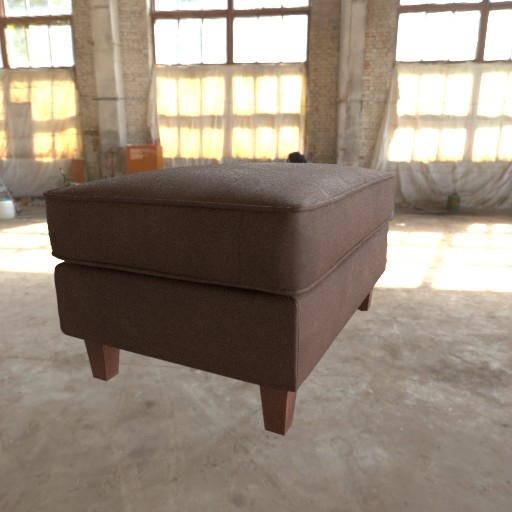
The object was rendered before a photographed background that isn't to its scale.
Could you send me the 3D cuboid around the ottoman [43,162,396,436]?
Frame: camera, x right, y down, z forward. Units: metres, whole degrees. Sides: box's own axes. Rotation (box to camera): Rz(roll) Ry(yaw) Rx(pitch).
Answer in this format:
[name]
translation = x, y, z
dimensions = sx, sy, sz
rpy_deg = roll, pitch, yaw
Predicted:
[ottoman]
translation = 0.000, 0.000, 1.191
dimensions = 0.596, 0.481, 0.860
rpy_deg = 7, 16, 25
